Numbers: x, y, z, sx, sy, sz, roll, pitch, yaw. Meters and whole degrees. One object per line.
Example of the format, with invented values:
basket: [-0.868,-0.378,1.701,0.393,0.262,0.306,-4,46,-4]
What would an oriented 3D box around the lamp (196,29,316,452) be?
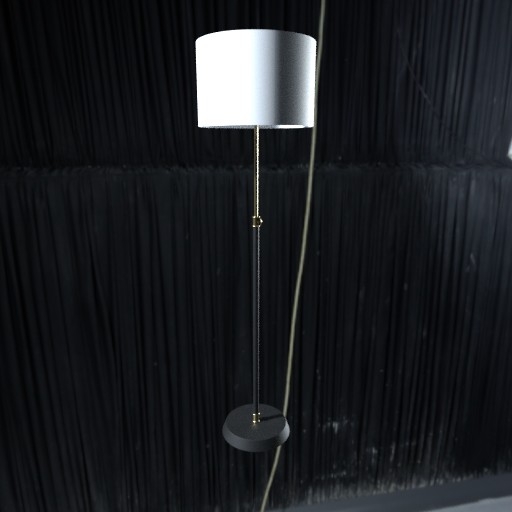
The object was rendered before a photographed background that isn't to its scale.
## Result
lamp: [0.000,0.000,1.689,0.404,1.517,0.404,-3,15,-10]
